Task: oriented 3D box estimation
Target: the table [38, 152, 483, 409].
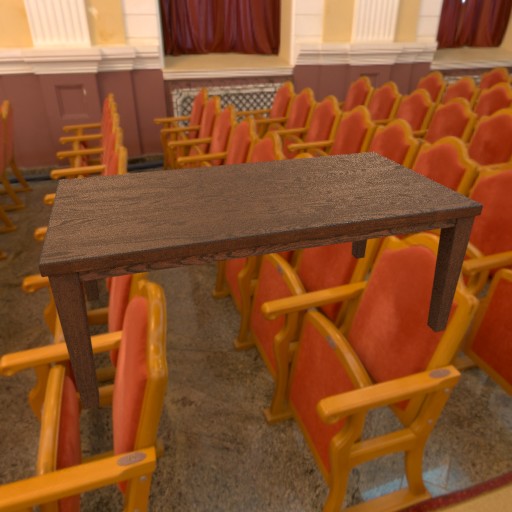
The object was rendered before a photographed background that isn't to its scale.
[{"bbox_3d":[0.000,0.000,2.480,1.981,0.762,1.016,-8,29,-15],"label":"table"}]
